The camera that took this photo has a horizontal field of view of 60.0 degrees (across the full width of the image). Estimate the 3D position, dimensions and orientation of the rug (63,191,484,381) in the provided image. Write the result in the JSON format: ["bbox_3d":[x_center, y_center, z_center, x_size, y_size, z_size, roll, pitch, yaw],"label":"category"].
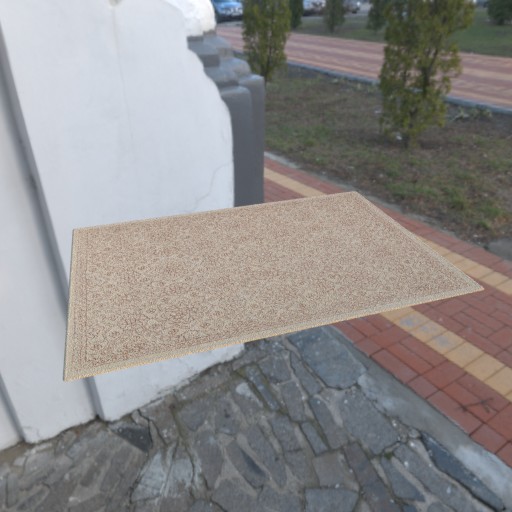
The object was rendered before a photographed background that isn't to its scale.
[{"bbox_3d":[0.000,0.000,2.302,1.829,0.010,1.219,-9,32,-15],"label":"rug"}]
